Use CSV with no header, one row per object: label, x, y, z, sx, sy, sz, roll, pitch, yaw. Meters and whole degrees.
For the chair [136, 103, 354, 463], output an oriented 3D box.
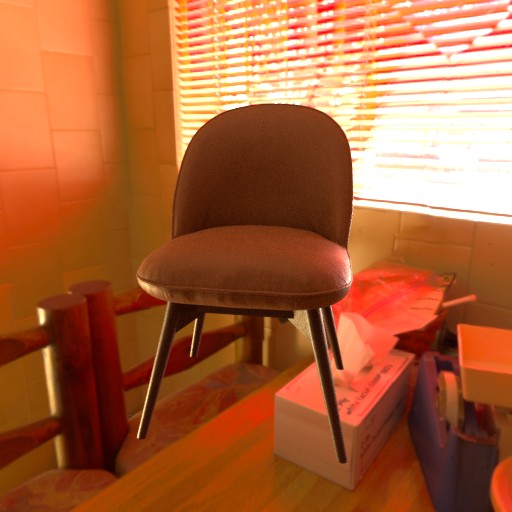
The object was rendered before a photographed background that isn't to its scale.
chair,0.000,0.000,1.210,0.521,0.831,0.631,3,15,9
